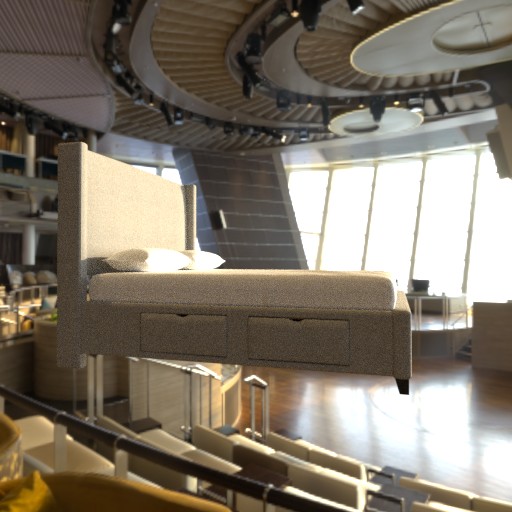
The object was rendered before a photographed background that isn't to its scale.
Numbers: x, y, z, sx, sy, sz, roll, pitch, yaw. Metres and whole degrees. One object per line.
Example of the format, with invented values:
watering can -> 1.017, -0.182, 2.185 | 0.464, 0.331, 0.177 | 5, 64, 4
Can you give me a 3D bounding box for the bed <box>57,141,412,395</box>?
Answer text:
bed -> 0.000, 0.000, 3.448 | 2.222, 1.491, 1.774 | 0, -1, 17
